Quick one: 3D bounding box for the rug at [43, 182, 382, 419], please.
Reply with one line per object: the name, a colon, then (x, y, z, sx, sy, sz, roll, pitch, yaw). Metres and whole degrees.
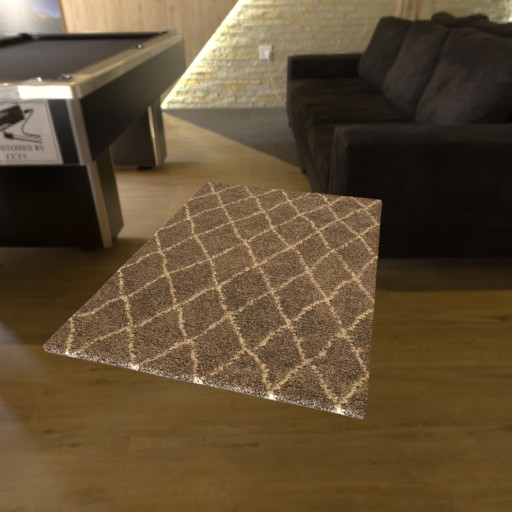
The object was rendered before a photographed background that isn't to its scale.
rug: (0.000, 0.000, 2.297, 1.219, 0.030, 1.778, 8, 32, 13)
